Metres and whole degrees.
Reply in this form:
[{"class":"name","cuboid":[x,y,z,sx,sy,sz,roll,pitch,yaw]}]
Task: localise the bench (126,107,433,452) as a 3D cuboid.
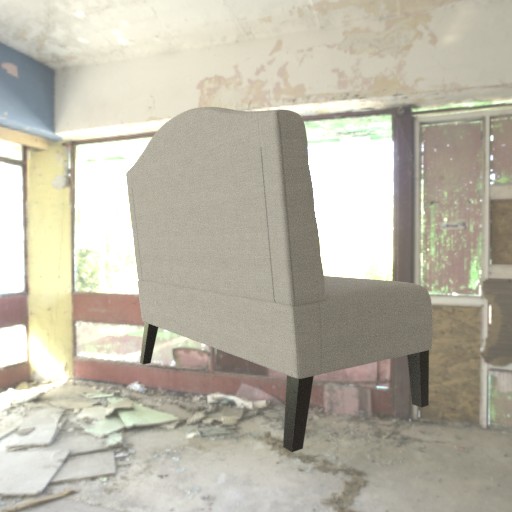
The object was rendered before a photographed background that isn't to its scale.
[{"class":"bench","cuboid":[0.000,0.000,2.063,0.815,1.180,1.335,-1,1,-35]}]
